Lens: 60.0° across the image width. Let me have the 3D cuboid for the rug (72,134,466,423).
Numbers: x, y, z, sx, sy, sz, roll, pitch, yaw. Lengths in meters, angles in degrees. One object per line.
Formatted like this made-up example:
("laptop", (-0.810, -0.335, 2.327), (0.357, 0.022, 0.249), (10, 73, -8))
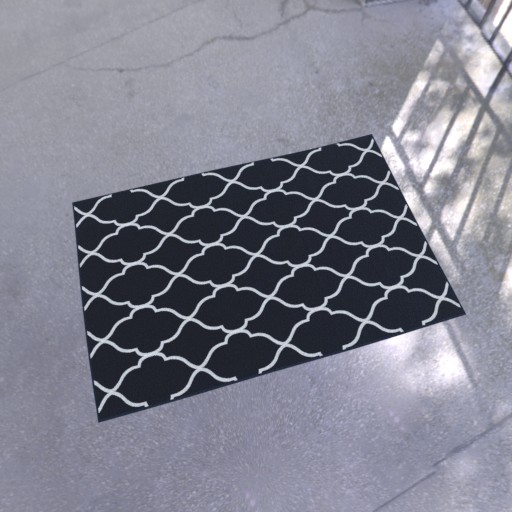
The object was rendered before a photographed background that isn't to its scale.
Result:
("rug", (0.000, 0.000, 2.938), (2.290, 0.014, 1.526), (-14, 64, -7))
